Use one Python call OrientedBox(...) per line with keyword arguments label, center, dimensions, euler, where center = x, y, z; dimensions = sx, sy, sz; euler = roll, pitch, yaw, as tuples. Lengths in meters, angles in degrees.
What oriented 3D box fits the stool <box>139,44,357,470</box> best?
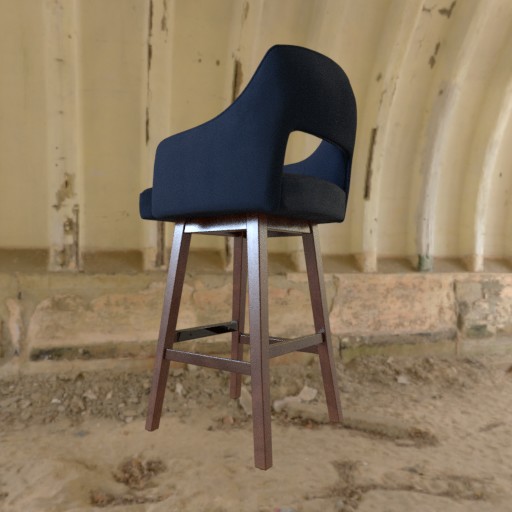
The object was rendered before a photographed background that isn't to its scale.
OrientedBox(label="stool", center=(0.000, 0.000, 1.346), dimensions=(0.560, 1.041, 0.550), euler=(-1, -1, 37))
